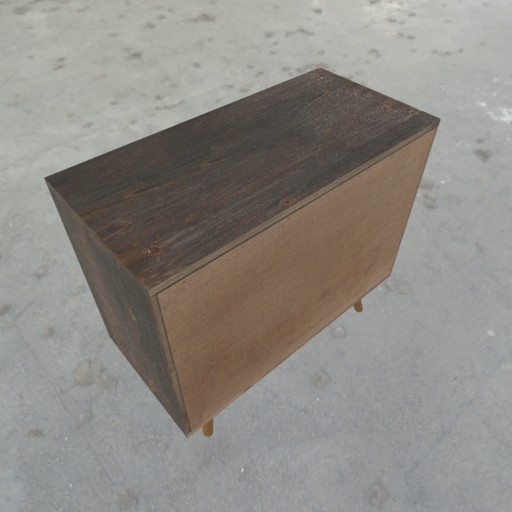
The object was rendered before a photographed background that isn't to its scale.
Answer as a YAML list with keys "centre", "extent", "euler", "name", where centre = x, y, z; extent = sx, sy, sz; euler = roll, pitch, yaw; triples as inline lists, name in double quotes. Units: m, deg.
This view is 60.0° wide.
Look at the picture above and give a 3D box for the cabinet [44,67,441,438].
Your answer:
- centre: [0.000, 0.000, 1.557]
  extent: [1.023, 0.897, 0.529]
  euler: [-32, 54, -27]
  name: "cabinet"
